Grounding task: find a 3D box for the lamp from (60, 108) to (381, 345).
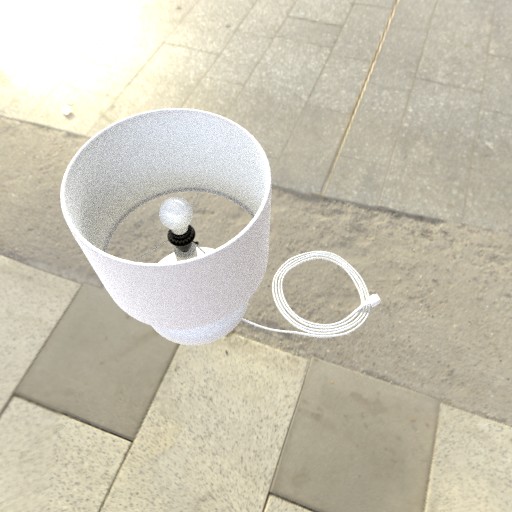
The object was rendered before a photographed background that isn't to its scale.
[{"bbox_3d":[0.000,0.000,0.844,0.546,0.457,0.401,15,59,9],"label":"lamp"}]
